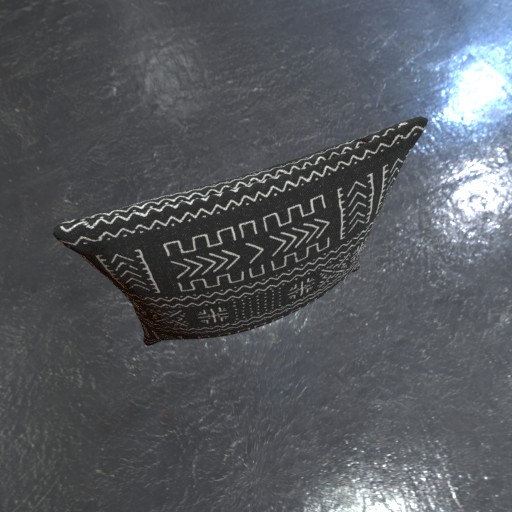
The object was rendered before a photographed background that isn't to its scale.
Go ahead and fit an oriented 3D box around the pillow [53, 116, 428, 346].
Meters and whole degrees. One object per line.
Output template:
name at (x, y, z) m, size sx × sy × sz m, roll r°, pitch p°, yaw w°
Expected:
pillow at (0.000, 0.000, 0.665) m, size 0.438 × 0.430 × 0.164 m, roll -19°, pitch 65°, yaw -9°
